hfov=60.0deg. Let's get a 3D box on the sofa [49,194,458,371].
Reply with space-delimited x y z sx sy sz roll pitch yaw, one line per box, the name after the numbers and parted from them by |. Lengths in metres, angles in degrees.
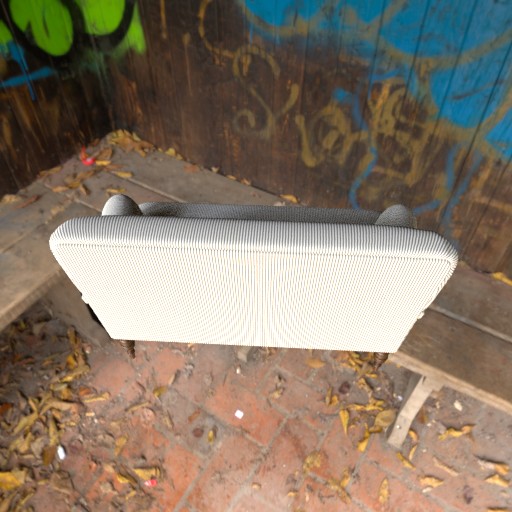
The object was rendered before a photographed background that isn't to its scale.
0.000 0.000 1.820 1.297 0.889 0.779 2 46 2 | sofa
